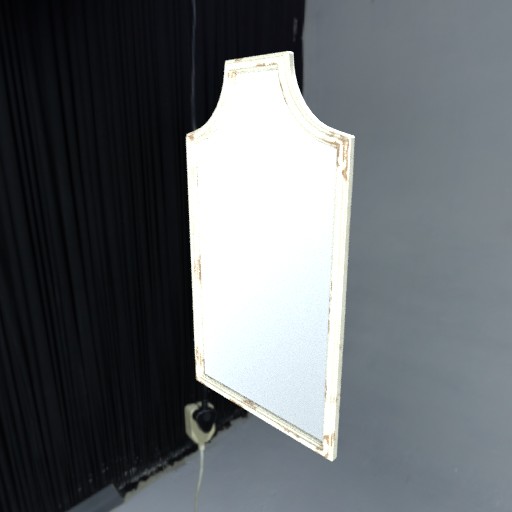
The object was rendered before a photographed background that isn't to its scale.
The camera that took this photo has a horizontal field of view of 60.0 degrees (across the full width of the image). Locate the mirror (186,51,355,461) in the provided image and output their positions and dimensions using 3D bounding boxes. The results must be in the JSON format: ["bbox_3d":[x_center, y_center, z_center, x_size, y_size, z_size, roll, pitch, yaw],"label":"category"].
[{"bbox_3d":[0.000,0.000,0.865,0.403,0.717,0.022,15,22,42],"label":"mirror"}]
